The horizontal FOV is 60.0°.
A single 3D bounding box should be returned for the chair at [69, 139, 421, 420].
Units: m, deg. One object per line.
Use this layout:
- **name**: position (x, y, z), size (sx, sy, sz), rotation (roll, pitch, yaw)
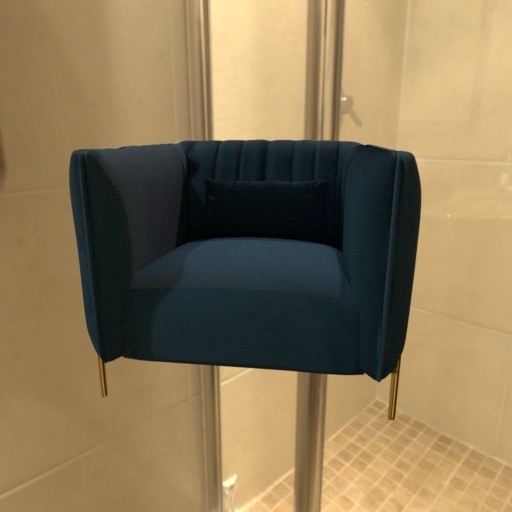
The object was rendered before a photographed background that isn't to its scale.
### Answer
- **chair**: position (0.000, 0.000, 1.581), size (0.947, 0.793, 0.877), rotation (2, 16, 7)
